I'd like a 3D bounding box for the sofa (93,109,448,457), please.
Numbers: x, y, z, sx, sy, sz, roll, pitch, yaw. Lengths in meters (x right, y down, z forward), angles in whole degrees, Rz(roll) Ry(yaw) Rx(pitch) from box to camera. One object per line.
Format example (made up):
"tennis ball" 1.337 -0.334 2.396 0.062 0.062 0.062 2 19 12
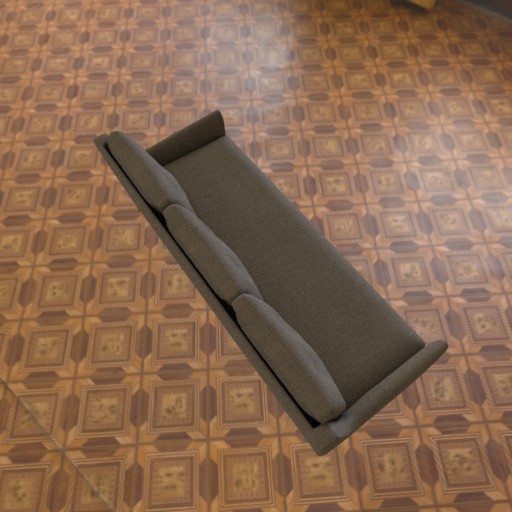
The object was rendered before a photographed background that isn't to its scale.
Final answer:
"sofa" 0.000 0.000 2.520 0.849 0.837 2.060 -32 64 -17
